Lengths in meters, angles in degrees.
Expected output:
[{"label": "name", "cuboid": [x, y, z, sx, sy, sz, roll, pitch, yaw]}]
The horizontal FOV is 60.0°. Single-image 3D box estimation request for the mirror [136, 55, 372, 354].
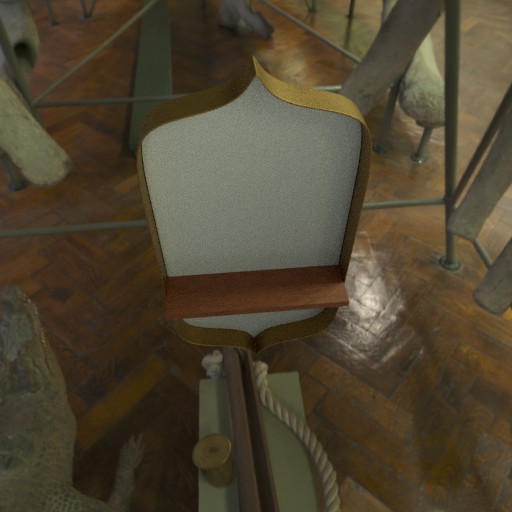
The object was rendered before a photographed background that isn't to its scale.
[{"label": "mirror", "cuboid": [0.000, 0.000, 0.728, 0.323, 0.613, 0.096, -4, 47, -4]}]
